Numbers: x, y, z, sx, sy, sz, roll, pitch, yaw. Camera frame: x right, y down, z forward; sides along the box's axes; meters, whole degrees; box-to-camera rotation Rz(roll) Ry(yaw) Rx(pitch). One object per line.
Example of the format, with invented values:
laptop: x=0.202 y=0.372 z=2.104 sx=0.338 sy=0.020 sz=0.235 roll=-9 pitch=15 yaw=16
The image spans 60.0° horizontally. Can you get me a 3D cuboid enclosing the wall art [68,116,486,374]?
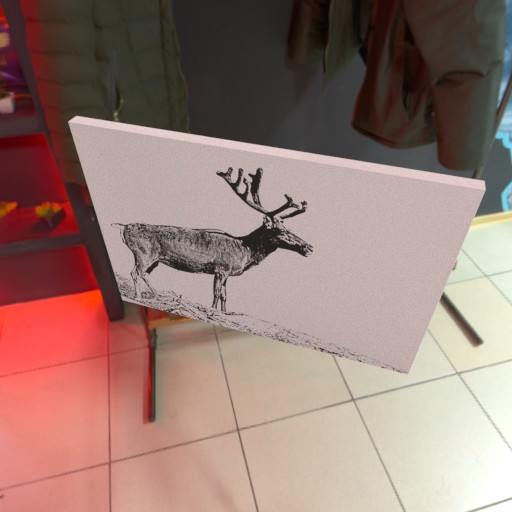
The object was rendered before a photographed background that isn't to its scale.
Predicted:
wall art: x=0.000 y=0.000 z=1.144 sx=0.906 sy=0.617 sz=0.033 roll=12 pitch=44 yaw=13
